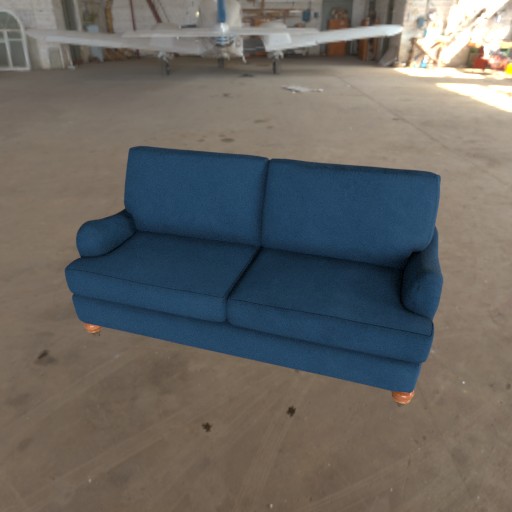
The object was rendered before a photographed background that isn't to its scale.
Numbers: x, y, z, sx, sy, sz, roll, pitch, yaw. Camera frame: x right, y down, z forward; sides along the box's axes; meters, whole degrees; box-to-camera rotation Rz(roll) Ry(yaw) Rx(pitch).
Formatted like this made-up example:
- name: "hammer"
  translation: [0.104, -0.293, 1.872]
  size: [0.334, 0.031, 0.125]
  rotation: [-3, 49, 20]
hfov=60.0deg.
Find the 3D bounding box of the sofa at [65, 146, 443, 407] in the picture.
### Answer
- name: "sofa"
  translation: [0.000, 0.000, 2.781]
  size: [2.141, 1.101, 1.084]
  rotation: [9, 29, 16]
